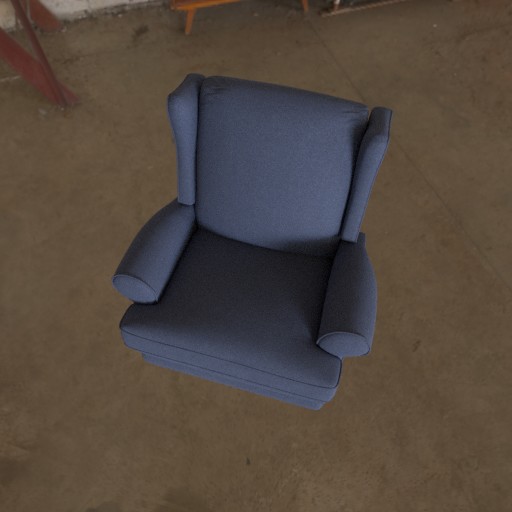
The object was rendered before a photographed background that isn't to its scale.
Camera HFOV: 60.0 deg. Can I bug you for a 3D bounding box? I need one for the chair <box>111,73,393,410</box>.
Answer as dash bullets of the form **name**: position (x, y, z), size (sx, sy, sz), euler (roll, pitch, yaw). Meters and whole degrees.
- **chair**: position (0.000, 0.000, 1.738), size (0.971, 1.020, 0.877), euler (13, 59, 8)
